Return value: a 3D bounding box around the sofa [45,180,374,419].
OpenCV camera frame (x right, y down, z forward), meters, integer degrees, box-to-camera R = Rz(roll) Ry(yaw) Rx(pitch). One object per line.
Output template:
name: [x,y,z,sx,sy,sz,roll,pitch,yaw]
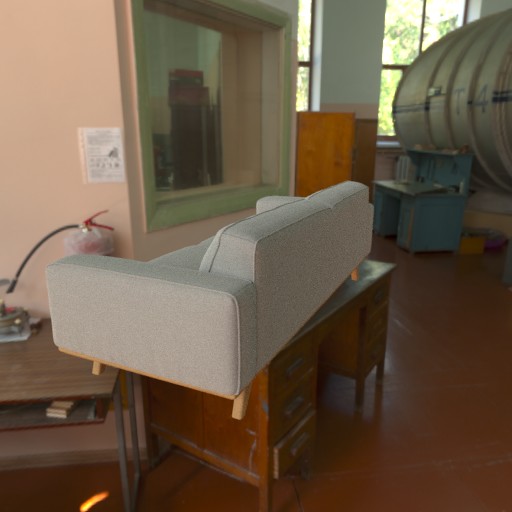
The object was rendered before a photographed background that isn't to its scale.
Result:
sofa: [0.000,0.000,2.713,0.956,0.781,2.270,8,17,25]
